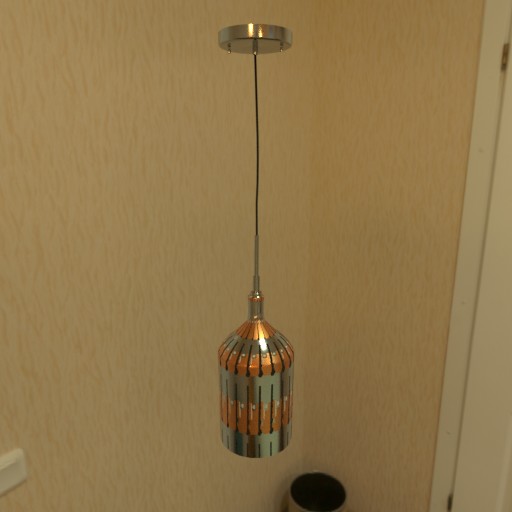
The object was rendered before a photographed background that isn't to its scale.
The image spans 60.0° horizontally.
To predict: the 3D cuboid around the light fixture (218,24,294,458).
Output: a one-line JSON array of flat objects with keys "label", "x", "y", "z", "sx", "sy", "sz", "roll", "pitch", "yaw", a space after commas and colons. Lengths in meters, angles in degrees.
[{"label": "light fixture", "x": 0.000, "y": 0.000, "z": 1.669, "sx": 0.303, "sy": 1.535, "sz": 0.303, "roll": 0, "pitch": 14, "yaw": 0}]
